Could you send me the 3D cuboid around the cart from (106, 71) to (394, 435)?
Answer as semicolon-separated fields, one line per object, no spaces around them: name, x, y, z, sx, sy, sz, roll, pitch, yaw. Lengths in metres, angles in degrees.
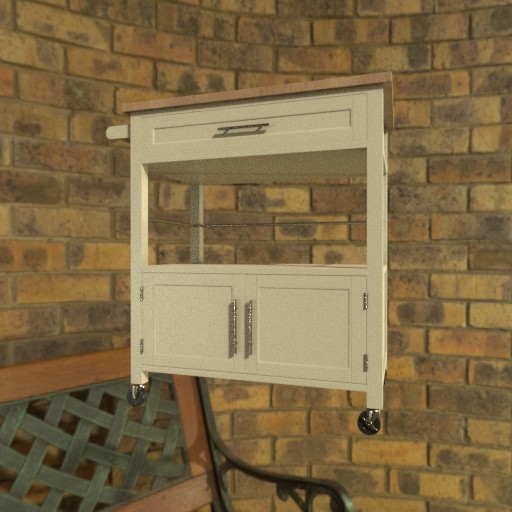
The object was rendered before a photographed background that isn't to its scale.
cart;0.000;0.000;1.423;0.840;0.901;0.459;0;0;18
